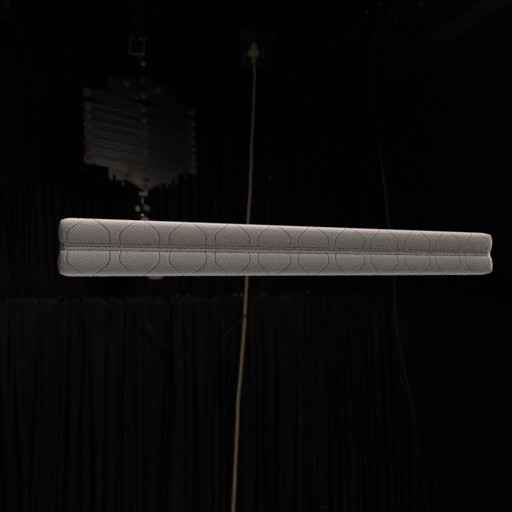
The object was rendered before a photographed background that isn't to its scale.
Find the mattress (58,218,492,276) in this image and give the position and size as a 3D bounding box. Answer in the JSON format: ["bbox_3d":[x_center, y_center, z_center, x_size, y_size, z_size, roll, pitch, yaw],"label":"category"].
[{"bbox_3d":[0.000,0.000,2.456,1.900,0.200,1.400,1,-2,-19],"label":"mattress"}]
